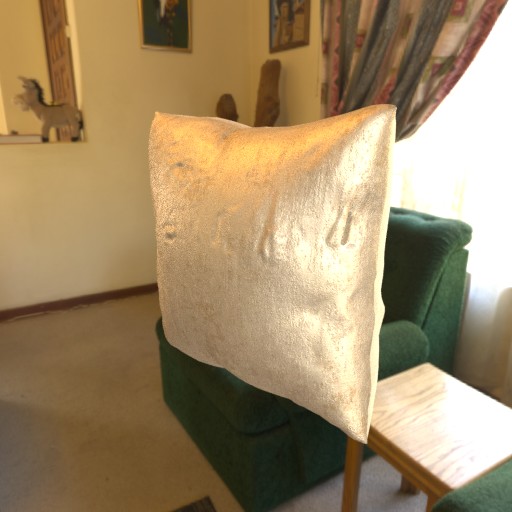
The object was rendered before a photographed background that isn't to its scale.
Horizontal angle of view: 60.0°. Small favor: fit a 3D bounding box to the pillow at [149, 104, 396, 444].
[{"bbox_3d":[0.000,0.000,0.705,0.450,0.448,0.245,16,23,41],"label":"pillow"}]
